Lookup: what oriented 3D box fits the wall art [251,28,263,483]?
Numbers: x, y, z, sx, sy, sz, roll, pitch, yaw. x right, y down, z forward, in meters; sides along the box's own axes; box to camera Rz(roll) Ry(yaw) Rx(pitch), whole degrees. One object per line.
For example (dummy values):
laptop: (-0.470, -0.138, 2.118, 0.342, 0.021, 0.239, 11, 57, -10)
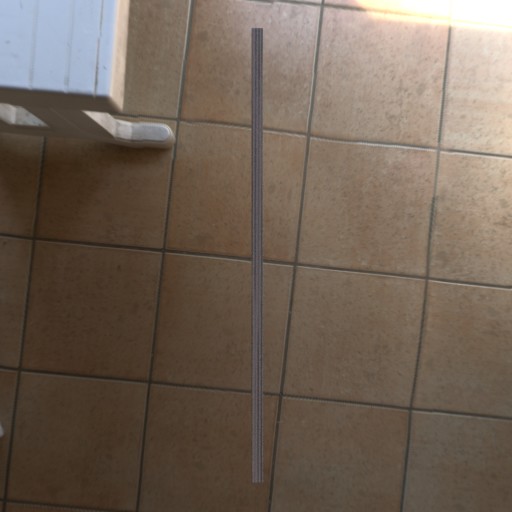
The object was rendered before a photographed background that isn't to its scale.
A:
wall art: (0.000, 0.000, 0.698, 0.013, 0.406, 0.508, 0, 90, 0)
